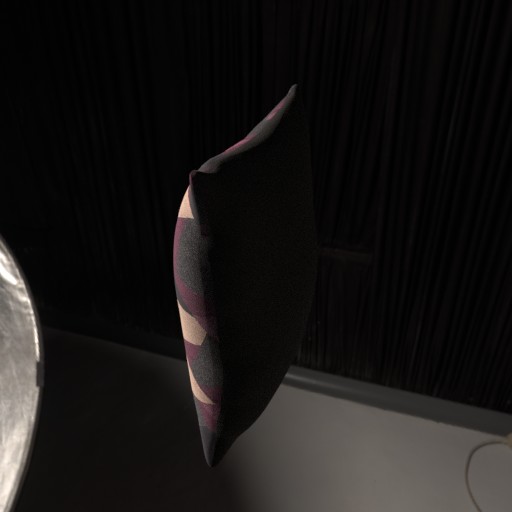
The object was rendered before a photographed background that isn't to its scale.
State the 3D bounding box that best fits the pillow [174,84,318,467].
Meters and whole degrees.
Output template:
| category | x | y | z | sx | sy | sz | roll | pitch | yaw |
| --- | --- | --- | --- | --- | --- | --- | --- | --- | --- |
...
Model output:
| category | x | y | z | sx | sy | sz | roll | pitch | yaw |
| --- | --- | --- | --- | --- | --- | --- | --- | --- | --- |
| pillow | 0.000 | 0.000 | 0.777 | 0.208 | 0.496 | 0.503 | 9 | 32 | 15 |
